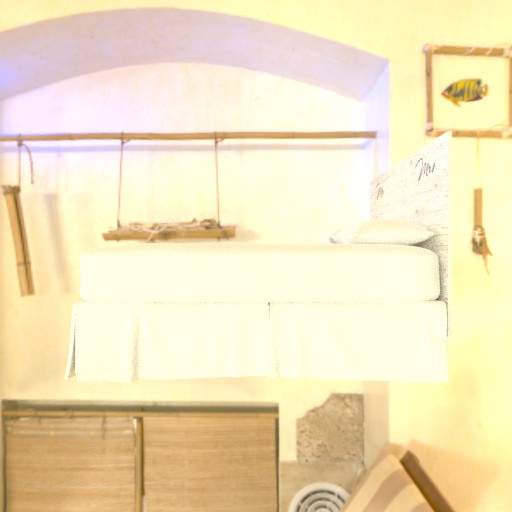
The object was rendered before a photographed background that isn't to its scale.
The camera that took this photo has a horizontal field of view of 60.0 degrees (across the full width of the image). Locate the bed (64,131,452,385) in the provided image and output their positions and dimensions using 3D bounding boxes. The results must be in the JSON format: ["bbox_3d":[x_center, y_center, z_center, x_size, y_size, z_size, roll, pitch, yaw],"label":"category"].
[{"bbox_3d":[0.000,0.000,3.129,2.094,1.335,1.745,0,0,0],"label":"bed"}]
